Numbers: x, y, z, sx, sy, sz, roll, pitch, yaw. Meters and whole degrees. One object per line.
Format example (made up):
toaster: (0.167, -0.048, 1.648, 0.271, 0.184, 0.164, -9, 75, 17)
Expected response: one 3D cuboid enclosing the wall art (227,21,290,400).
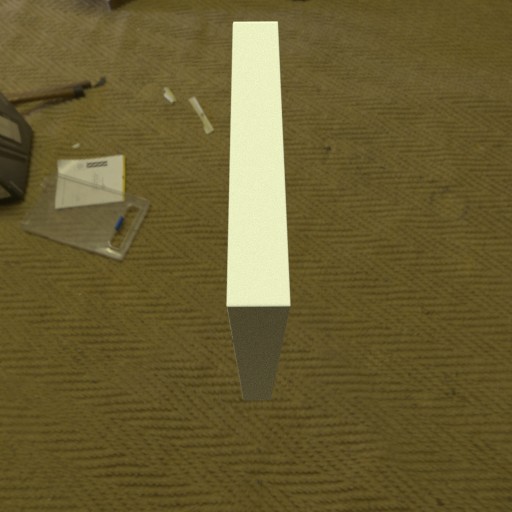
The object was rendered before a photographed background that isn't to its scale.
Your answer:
wall art: (0.000, 0.000, 0.488, 0.039, 0.381, 0.252, 0, 64, 0)
